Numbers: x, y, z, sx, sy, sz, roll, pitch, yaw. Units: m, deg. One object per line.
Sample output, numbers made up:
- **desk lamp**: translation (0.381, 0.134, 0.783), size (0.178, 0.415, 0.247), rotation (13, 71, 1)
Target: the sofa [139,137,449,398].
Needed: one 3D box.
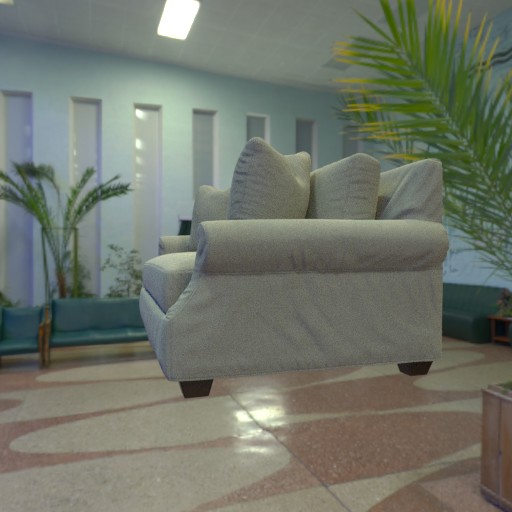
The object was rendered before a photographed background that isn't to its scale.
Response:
- **sofa**: translation (0.000, 0.000, 2.202), size (1.070, 0.905, 1.550), rotation (0, 0, -18)
